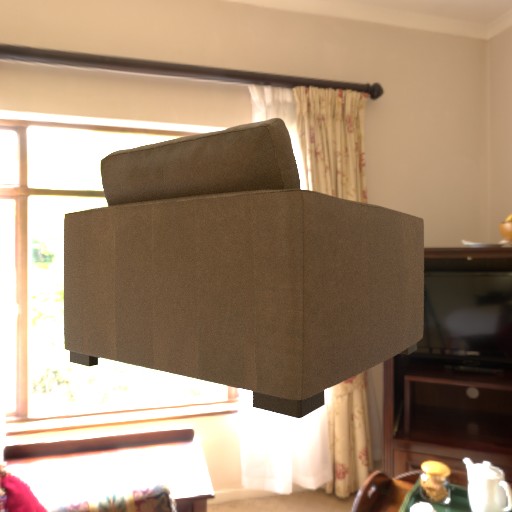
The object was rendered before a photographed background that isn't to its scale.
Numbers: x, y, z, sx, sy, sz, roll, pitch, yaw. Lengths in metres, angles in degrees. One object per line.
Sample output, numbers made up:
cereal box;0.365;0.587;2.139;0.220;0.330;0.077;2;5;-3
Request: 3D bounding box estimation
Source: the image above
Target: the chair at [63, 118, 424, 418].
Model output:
chair;0.000;0.000;1.808;1.106;0.807;1.080;0;0;36
